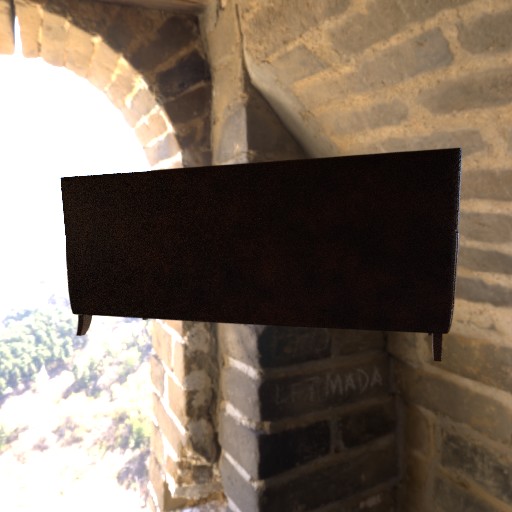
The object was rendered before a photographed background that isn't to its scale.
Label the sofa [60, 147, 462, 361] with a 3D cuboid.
[{"bbox_3d":[0.000,0.000,2.443,1.995,0.871,0.786,0,0,19],"label":"sofa"}]
